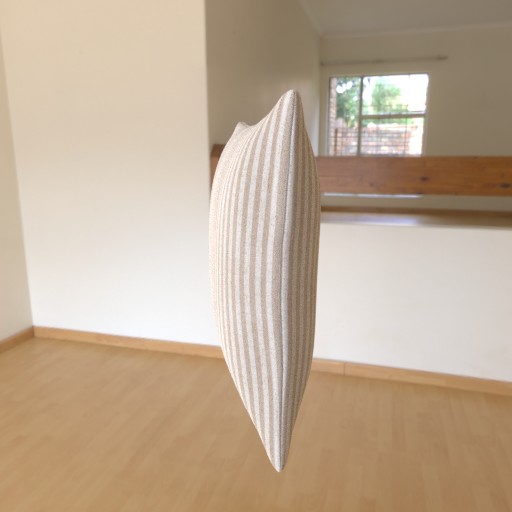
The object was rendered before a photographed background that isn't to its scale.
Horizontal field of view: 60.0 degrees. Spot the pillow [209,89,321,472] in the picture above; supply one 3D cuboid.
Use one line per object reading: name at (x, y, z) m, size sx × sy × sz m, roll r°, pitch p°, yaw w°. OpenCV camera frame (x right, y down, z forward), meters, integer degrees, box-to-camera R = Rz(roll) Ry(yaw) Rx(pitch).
pillow at (0.000, 0.000, 0.816) m, size 0.166 × 0.510 × 0.523 m, roll -2°, pitch 13°, yaw -9°
